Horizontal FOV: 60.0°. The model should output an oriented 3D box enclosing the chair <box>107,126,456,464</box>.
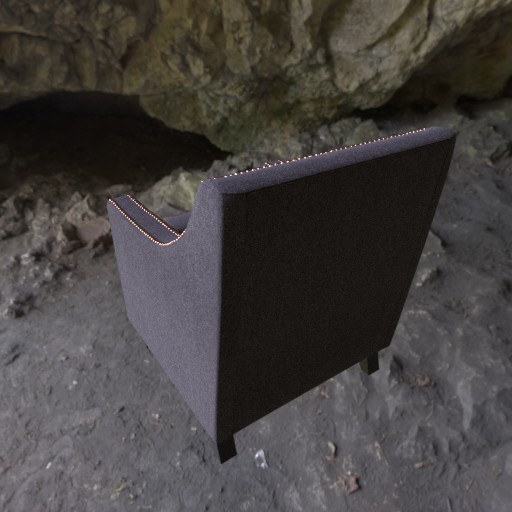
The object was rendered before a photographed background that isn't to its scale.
[{"bbox_3d":[0.000,0.000,1.572,0.776,0.967,0.884,-19,36,-29],"label":"chair"}]
